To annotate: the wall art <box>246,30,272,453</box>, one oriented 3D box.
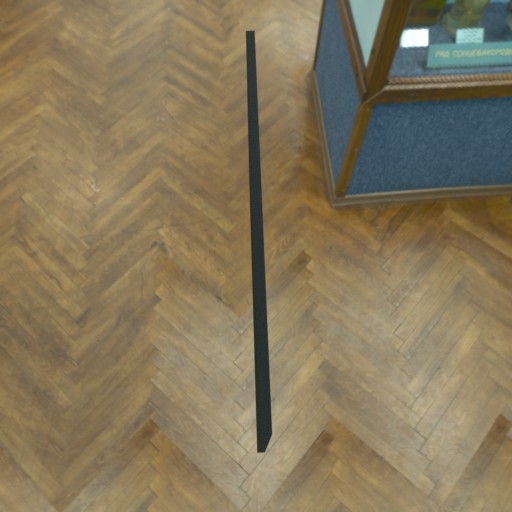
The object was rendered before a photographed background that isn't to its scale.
[{"bbox_3d":[0.000,0.000,1.213,0.026,0.656,0.958,-1,64,-1],"label":"wall art"}]
